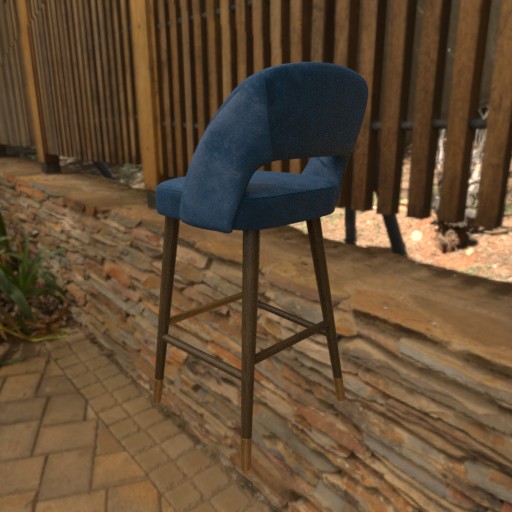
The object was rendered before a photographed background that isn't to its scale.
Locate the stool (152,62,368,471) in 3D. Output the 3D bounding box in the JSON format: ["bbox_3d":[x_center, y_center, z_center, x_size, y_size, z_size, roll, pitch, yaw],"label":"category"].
[{"bbox_3d":[0.000,0.000,1.315,0.514,1.016,0.515,-16,23,-43],"label":"stool"}]
